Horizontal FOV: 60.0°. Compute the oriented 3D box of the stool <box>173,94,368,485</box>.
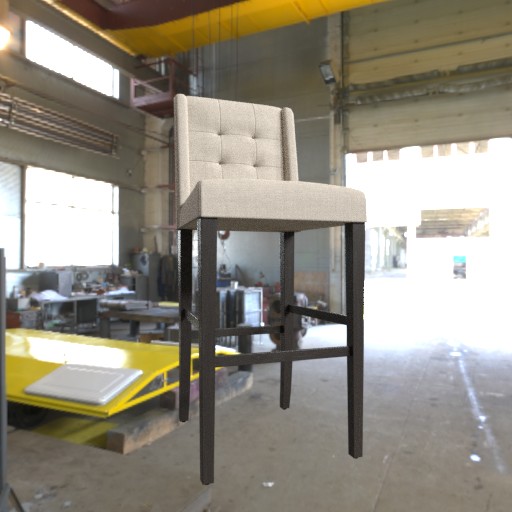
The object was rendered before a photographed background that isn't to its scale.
[{"bbox_3d":[0.000,0.000,1.373,0.474,1.116,0.509,0,-1,-20],"label":"stool"}]
